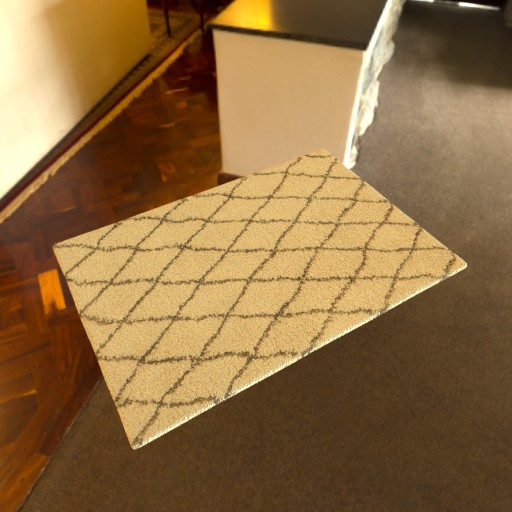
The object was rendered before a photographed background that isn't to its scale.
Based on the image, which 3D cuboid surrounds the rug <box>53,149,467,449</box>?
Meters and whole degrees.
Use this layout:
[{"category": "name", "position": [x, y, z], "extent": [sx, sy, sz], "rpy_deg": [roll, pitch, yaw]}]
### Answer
[{"category": "rug", "position": [0.000, 0.000, 2.293], "extent": [1.778, 0.030, 1.219], "rpy_deg": [-23, 51, -20]}]
